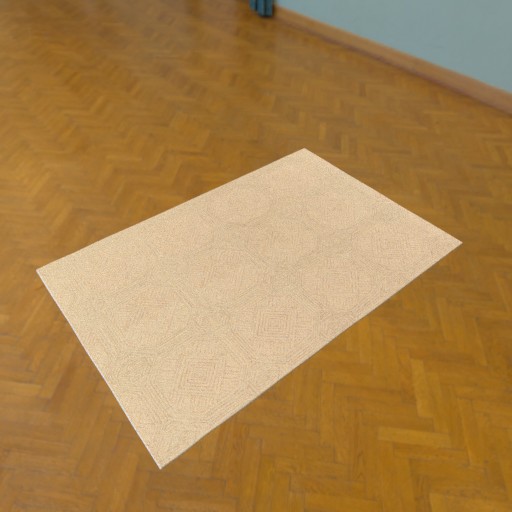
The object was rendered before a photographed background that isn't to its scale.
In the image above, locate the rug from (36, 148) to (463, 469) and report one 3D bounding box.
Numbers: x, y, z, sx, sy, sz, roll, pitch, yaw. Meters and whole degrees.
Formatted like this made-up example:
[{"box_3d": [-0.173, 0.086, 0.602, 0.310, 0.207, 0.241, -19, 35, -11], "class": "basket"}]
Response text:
[{"box_3d": [0.000, 0.000, 2.284, 1.839, 0.009, 1.236, -29, 52, -27], "class": "rug"}]
